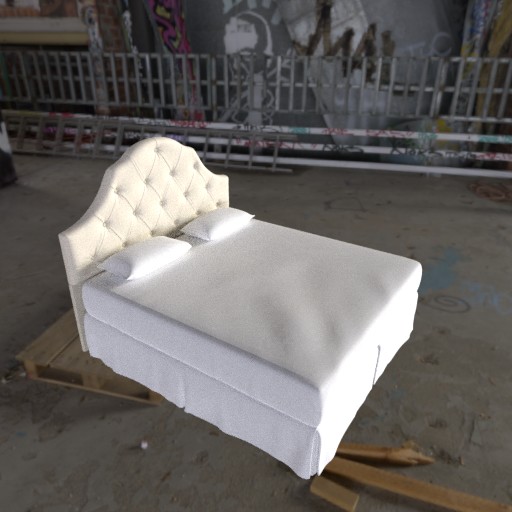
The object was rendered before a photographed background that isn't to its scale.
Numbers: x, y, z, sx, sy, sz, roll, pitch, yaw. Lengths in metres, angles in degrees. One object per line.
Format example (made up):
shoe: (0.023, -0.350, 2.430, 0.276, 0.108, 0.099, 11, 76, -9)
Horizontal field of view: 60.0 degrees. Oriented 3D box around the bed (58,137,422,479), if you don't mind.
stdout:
bed: (0.000, 0.000, 3.544, 2.214, 1.615, 2.008, 17, 31, 31)
